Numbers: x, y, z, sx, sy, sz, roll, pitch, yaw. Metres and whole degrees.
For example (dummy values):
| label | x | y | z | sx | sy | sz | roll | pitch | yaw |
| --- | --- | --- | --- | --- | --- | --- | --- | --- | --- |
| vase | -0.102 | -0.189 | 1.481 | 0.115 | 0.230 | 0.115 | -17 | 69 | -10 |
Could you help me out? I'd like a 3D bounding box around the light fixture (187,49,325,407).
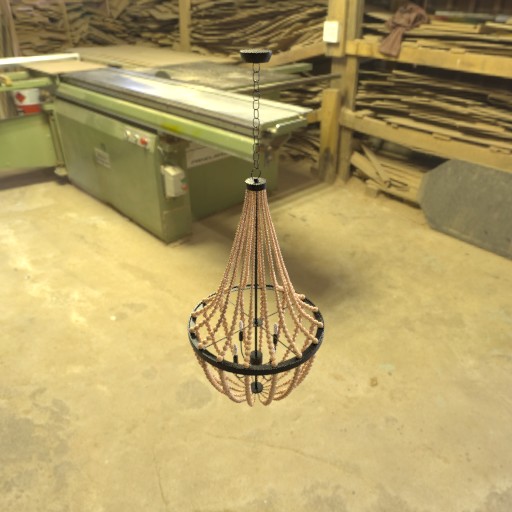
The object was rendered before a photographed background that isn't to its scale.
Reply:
| label | x | y | z | sx | sy | sz | roll | pitch | yaw |
| --- | --- | --- | --- | --- | --- | --- | --- | --- | --- |
| light fixture | 0.000 | 0.000 | 1.344 | 0.450 | 1.133 | 0.450 | 0 | 30 | 0 |
